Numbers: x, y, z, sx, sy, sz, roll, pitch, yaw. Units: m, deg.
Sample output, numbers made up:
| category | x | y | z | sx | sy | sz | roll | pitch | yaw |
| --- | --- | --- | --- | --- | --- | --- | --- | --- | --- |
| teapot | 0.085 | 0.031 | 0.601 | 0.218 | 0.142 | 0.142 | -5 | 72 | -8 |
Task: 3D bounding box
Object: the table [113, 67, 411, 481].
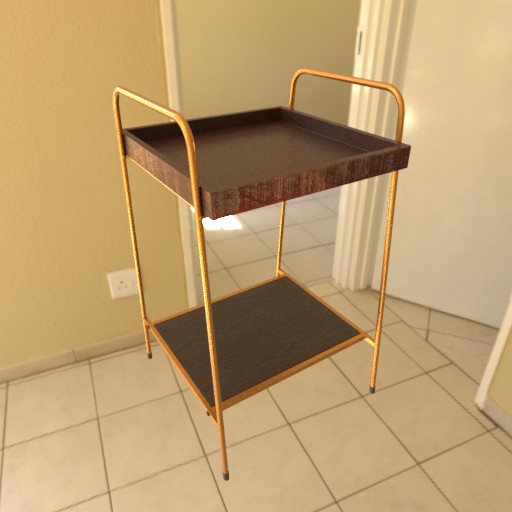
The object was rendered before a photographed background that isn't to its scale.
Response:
| category | x | y | z | sx | sy | sz | roll | pitch | yaw |
| --- | --- | --- | --- | --- | --- | --- | --- | --- | --- |
| table | 0.000 | 0.000 | 0.971 | 0.430 | 0.710 | 0.430 | -18 | 35 | -28 |
